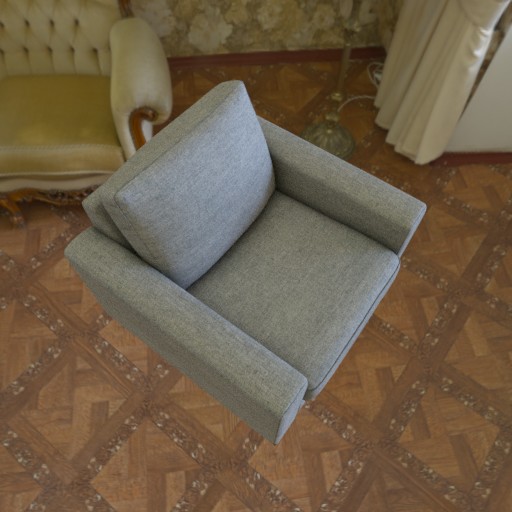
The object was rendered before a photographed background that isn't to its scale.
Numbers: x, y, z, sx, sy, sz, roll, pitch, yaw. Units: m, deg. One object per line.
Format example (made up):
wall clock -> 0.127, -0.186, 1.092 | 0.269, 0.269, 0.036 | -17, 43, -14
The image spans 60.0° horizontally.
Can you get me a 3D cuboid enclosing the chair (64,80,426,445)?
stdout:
chair -> 0.000, 0.000, 1.857 | 1.038, 1.010, 1.024 | 33, 65, 18
